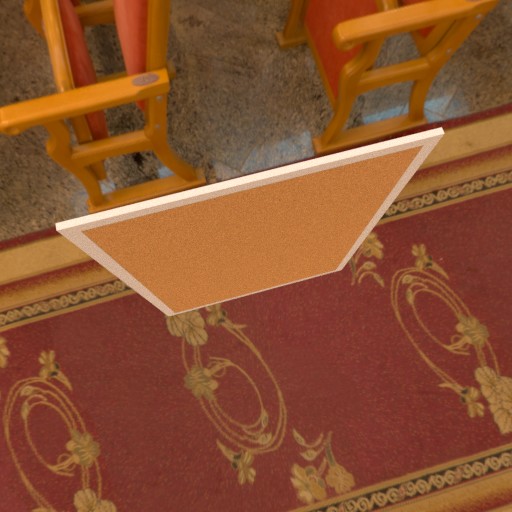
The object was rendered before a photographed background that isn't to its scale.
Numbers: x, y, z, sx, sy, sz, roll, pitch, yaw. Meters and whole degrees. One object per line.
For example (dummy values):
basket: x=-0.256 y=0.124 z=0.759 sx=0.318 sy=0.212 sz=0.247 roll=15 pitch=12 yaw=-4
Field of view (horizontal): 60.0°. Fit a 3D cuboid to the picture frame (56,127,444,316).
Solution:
picture frame: x=0.000 y=0.000 z=1.179 sx=0.659 sy=0.940 sz=0.013 roll=-15 pitch=75 yaw=-4
